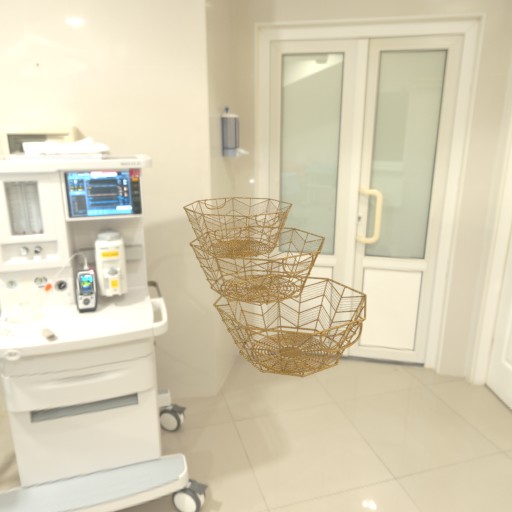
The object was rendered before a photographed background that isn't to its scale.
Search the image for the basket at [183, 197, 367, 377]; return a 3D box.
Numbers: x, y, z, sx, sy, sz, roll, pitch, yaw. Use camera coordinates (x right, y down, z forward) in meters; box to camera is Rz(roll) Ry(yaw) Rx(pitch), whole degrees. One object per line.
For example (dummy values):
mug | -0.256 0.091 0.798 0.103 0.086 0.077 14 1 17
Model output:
basket | 0.000 0.000 1.373 0.432 0.178 1.245 -3 17 -9
